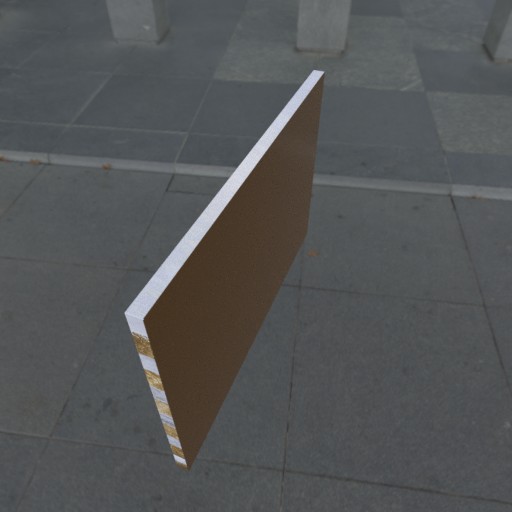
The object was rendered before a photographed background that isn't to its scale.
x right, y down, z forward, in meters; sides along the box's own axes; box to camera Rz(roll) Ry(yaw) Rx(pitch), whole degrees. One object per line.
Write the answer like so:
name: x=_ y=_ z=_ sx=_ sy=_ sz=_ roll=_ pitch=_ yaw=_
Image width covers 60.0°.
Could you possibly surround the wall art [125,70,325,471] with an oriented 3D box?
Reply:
wall art: x=0.000 y=0.000 z=1.440 sx=0.041 sy=0.762 sz=1.145 roll=17 pitch=48 yaw=16
